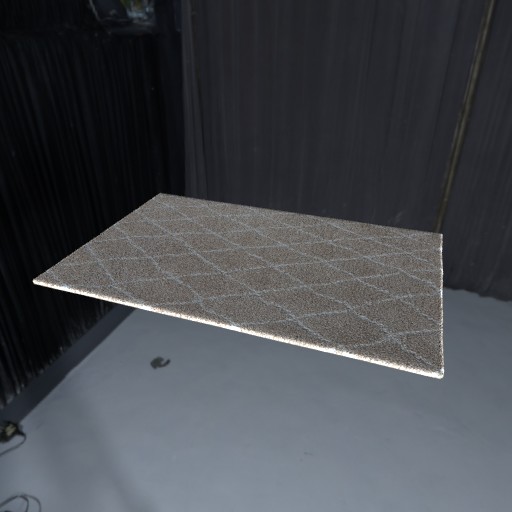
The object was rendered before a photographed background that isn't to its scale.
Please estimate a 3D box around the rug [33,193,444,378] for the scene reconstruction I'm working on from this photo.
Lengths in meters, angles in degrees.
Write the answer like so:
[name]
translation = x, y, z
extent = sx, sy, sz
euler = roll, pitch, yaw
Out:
[rug]
translation = 0.000, 0.000, 3.466
extent = 2.743, 0.030, 1.778
euler = 10, 31, 17
